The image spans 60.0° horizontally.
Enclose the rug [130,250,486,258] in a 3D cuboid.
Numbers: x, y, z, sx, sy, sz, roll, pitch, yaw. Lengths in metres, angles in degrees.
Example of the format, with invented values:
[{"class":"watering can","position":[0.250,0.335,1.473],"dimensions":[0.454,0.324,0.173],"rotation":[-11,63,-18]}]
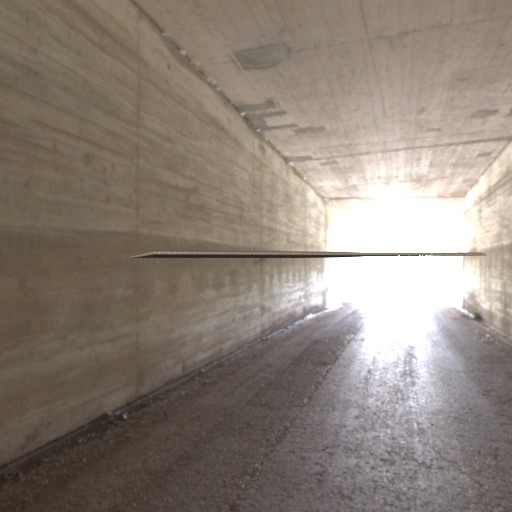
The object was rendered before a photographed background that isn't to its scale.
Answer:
[{"class":"rug","position":[0.000,0.000,3.499],"dimensions":[1.819,0.018,2.746],"rotation":[0,-1,-18]}]
